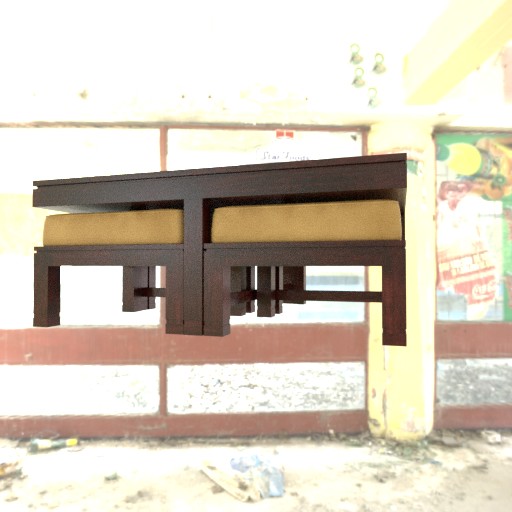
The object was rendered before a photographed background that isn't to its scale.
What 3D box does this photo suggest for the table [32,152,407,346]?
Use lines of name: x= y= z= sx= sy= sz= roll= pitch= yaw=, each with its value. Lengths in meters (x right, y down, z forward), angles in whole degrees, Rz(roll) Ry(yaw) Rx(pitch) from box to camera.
table: x=0.000 y=0.000 z=1.354 sx=0.865 sy=0.356 sz=0.865 roll=0 pitch=-1 yaw=18
